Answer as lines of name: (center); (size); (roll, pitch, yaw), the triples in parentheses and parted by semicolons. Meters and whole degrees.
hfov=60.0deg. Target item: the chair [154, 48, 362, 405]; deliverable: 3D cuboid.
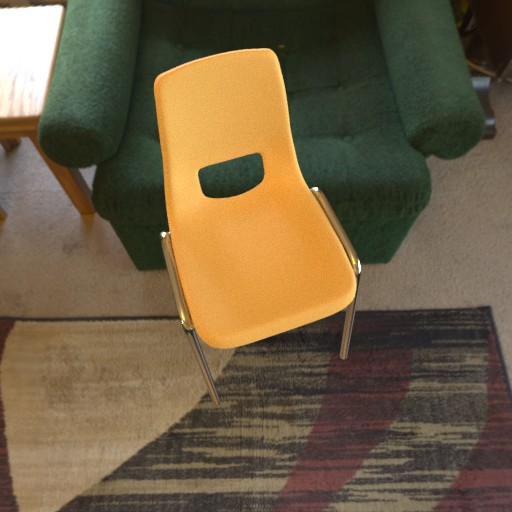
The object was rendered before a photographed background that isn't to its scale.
chair: (0.000, 0.000, 0.962); (0.381, 0.704, 0.436); (-17, 65, -8)
